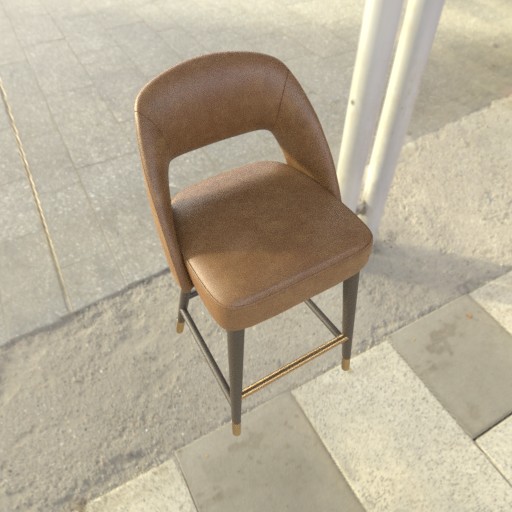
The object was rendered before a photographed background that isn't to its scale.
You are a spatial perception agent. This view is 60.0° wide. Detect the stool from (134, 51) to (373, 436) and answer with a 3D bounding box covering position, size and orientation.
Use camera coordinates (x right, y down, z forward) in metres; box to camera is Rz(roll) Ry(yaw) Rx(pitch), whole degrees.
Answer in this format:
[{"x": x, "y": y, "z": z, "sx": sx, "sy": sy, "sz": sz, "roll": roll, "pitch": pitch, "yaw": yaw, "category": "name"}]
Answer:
[{"x": 0.000, "y": 0.000, "z": 1.245, "sx": 0.494, "sy": 0.940, "sz": 0.509, "roll": -24, "pitch": 52, "yaw": -20, "category": "stool"}]
